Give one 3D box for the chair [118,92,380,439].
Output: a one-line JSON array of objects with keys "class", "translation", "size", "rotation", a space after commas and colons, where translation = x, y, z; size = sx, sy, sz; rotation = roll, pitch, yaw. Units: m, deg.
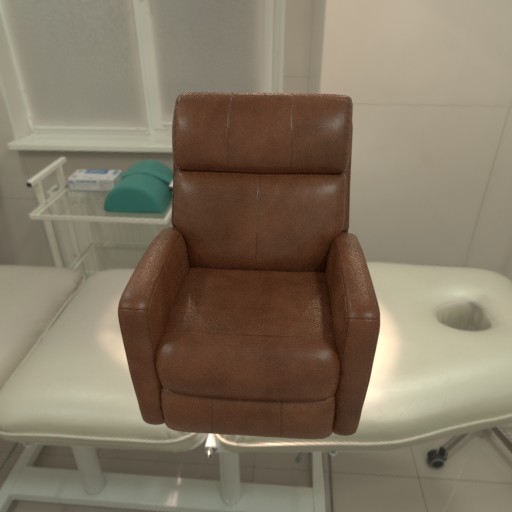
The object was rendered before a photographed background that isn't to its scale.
[{"class": "chair", "translation": [0.000, 0.000, 1.647], "size": [0.787, 1.016, 0.939], "rotation": [2, 31, 3]}]
